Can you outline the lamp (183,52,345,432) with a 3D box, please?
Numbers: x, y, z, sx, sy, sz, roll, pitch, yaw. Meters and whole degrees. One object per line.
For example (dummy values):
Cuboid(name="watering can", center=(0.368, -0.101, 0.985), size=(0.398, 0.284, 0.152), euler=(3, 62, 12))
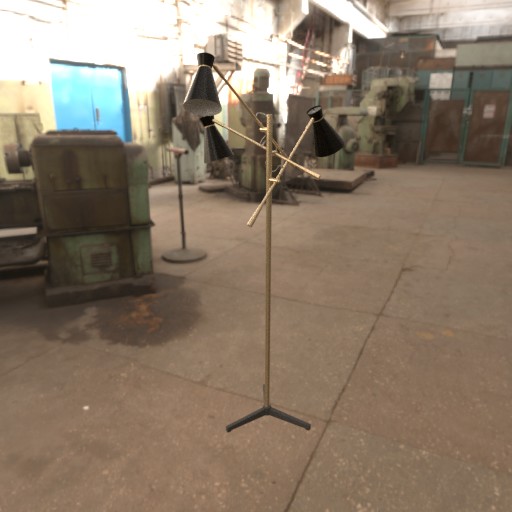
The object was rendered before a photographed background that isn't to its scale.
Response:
Cuboid(name="lamp", center=(0.000, 0.000, 2.197), size=(0.653, 1.804, 0.750), euler=(9, 20, 27))
